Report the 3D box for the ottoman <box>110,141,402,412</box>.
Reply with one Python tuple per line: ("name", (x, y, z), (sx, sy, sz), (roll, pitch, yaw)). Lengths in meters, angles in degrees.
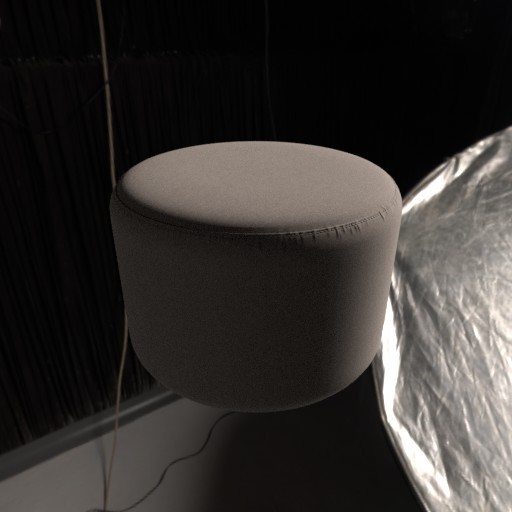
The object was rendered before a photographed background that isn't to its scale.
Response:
("ottoman", (0.000, 0.000, 1.026), (0.608, 0.433, 0.608), (0, 27, 0))
